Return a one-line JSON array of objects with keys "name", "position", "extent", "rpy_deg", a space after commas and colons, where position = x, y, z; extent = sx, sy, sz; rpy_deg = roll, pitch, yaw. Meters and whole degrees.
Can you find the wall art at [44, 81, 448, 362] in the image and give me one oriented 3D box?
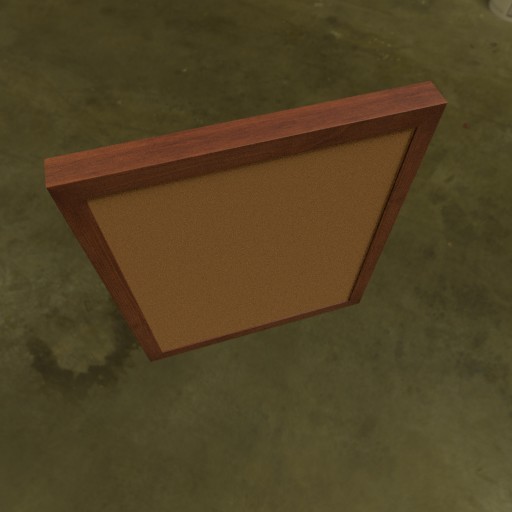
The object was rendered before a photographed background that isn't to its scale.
[{"name": "wall art", "position": [0.000, 0.000, 0.518], "extent": [0.330, 0.381, 0.030], "rpy_deg": [-14, 59, -9]}]
